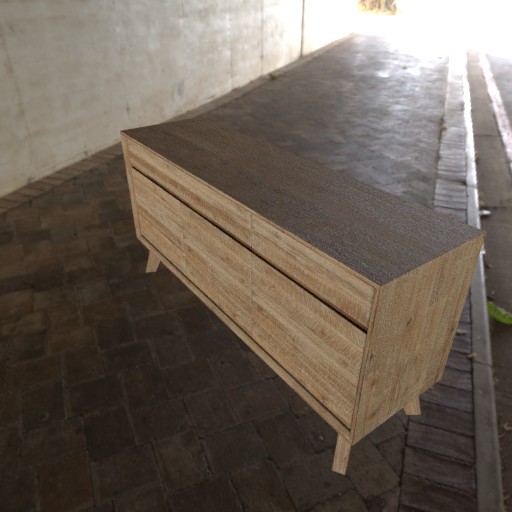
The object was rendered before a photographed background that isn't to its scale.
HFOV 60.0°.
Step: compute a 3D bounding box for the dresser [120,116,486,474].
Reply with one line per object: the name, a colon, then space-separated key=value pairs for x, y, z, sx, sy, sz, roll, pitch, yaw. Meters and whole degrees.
dresser: x=0.000 y=0.000 z=1.905 sx=0.455 sy=0.788 sz=1.602 roll=-21 pitch=37 yaw=-30
